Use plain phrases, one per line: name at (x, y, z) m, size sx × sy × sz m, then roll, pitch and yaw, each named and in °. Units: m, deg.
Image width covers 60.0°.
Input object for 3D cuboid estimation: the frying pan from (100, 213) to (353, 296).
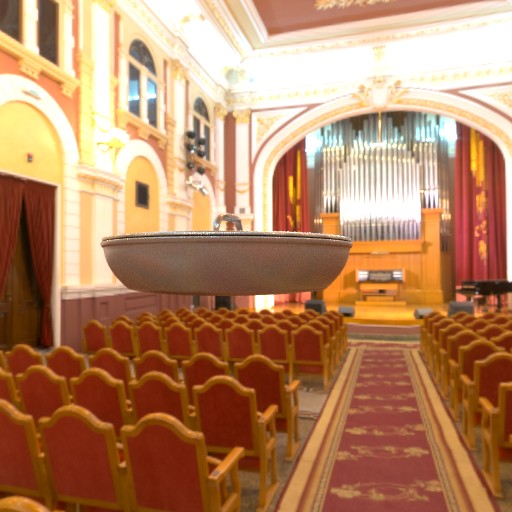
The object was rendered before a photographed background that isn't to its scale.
frying pan at (0.000, 0.000, 0.602) m, size 0.272 × 0.086 × 0.490 m, roll 0°, pitch -2°, yaw 16°
